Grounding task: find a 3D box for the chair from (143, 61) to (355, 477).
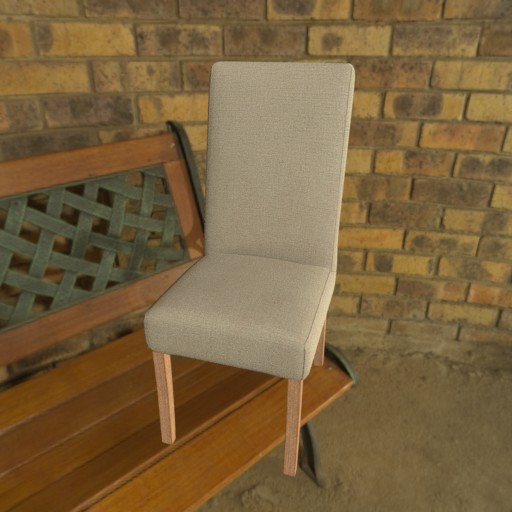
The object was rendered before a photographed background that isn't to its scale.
[{"bbox_3d":[0.000,0.000,1.319,0.450,1.033,0.611,8,27,15],"label":"chair"}]
